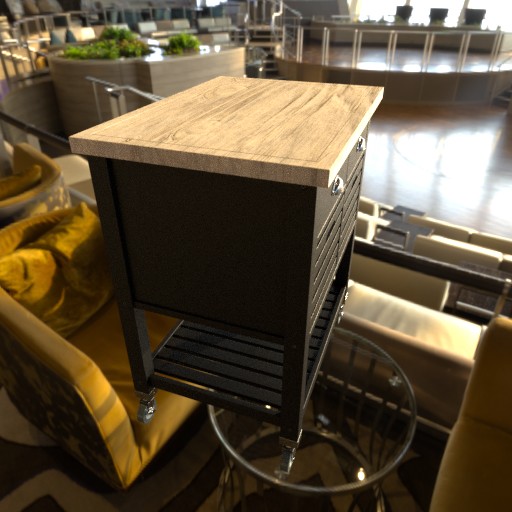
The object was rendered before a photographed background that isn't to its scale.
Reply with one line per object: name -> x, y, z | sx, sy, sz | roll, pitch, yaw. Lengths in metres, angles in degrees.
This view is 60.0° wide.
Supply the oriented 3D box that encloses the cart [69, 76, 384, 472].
cart -> 0.000, 0.000, 1.412 | 0.567, 0.920, 0.797 | 11, 33, 17
